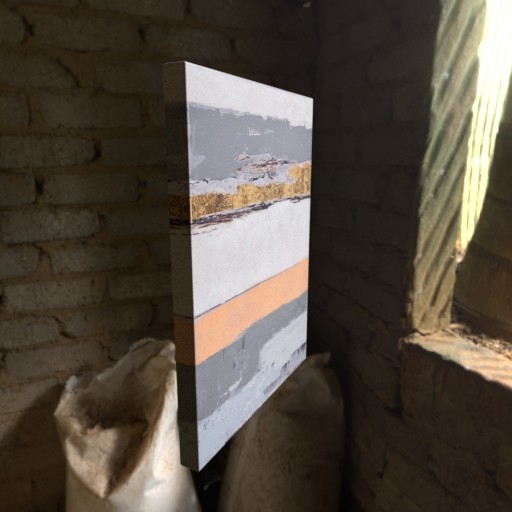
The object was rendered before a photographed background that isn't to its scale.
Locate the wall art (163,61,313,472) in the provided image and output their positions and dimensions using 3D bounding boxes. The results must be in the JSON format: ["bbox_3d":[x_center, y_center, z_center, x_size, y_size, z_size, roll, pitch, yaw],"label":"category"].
[{"bbox_3d":[0.000,0.000,0.838,0.038,0.609,0.456,7,15,27],"label":"wall art"}]
